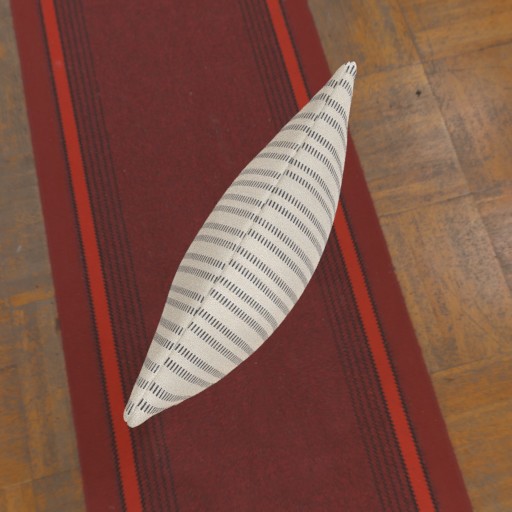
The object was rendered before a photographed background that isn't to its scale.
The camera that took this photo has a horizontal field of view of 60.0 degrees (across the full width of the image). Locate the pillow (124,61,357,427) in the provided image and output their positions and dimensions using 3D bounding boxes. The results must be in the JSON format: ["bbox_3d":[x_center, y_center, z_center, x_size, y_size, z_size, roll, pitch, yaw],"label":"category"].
[{"bbox_3d":[0.000,0.000,0.802,0.210,0.353,0.640,30,78,7],"label":"pillow"}]
